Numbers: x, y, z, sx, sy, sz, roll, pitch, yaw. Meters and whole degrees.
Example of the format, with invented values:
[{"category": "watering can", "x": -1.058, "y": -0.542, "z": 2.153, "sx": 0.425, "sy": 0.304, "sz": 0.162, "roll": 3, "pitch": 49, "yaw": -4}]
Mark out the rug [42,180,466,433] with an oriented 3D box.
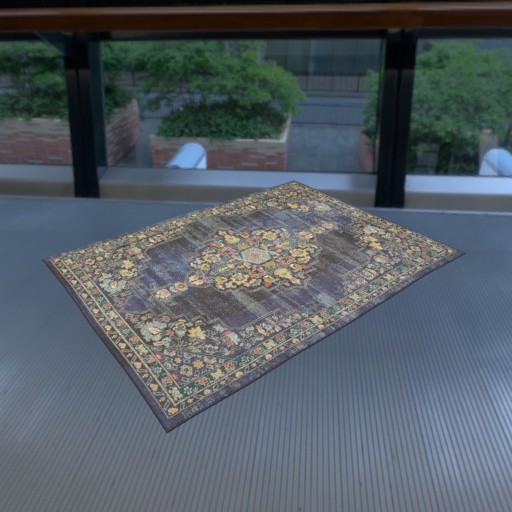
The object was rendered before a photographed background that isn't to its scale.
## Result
[{"category": "rug", "x": 0.000, "y": 0.000, "z": 4.703, "sx": 3.612, "sy": 0.035, "sz": 2.716, "roll": -22, "pitch": 38, "yaw": -32}]
